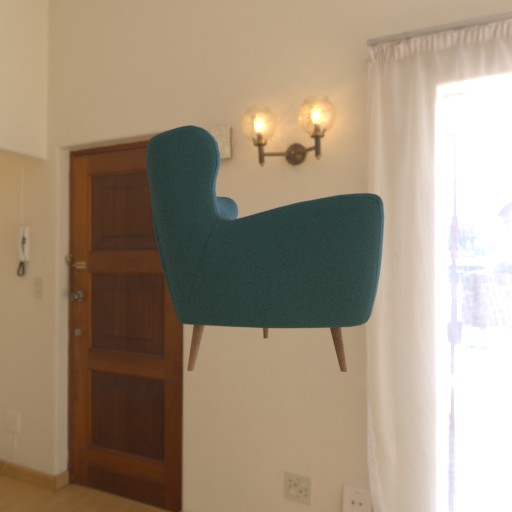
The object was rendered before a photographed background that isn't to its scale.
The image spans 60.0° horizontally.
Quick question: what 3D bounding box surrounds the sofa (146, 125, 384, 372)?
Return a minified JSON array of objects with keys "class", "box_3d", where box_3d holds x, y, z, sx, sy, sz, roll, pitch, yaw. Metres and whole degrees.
[{"class":"sofa","box_3d":[0.000,0.000,2.416,0.889,0.890,1.930,0,-1,0]}]
